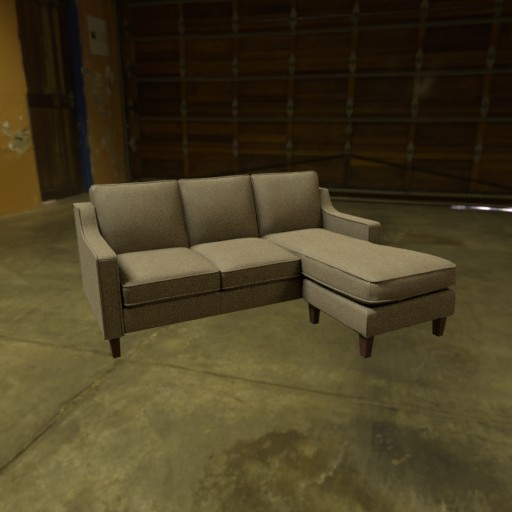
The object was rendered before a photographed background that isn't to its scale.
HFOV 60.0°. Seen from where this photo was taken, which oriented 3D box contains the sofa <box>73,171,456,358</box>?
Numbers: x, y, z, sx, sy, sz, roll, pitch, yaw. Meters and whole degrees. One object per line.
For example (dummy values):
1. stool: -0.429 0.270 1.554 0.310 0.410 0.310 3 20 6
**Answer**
1. sofa: 0.000 0.000 3.341 2.317 1.081 1.858 -8 18 -27
